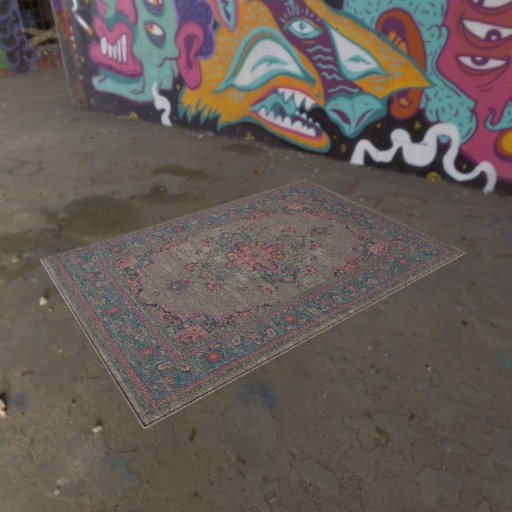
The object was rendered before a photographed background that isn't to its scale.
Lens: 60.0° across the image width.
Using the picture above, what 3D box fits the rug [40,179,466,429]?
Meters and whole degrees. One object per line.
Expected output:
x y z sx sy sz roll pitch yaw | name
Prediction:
0.000 0.000 3.650 2.890 0.013 2.005 -21 37 -30 | rug
